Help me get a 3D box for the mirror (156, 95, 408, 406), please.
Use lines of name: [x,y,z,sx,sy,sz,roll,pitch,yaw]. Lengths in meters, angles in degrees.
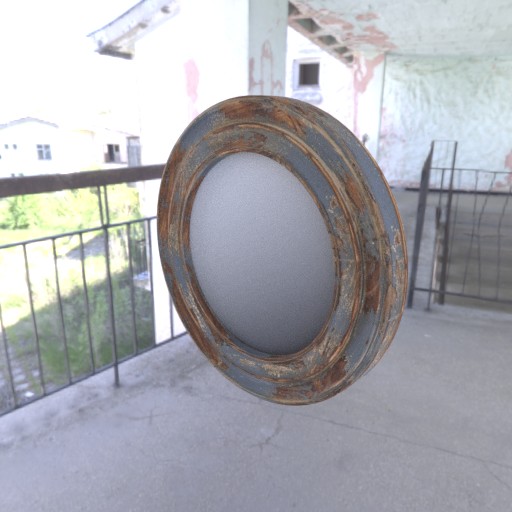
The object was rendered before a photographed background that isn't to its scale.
mirror: [0.000,0.000,0.857,0.585,0.585,0.061,15,22,41]
